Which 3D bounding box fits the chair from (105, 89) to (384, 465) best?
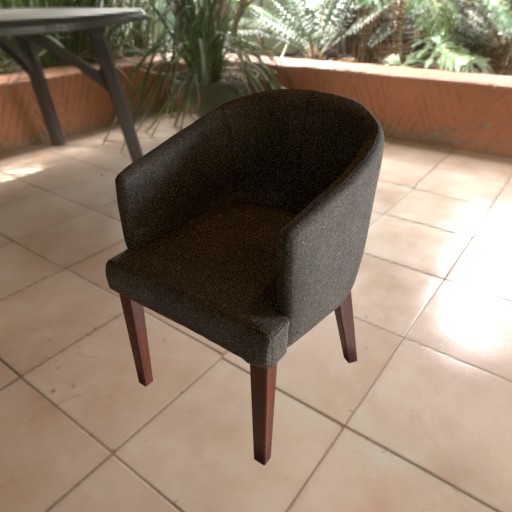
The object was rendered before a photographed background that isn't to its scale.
[{"bbox_3d":[0.000,0.000,1.268,0.583,0.811,0.655,20,37,30],"label":"chair"}]
